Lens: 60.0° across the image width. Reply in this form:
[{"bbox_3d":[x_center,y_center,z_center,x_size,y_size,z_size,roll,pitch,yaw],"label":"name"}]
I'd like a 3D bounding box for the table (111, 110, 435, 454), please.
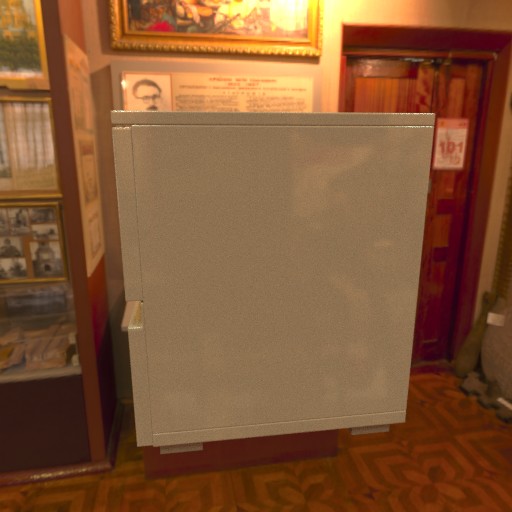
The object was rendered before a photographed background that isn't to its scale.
[{"bbox_3d":[0.000,0.000,0.797,0.400,0.470,0.420,-2,15,-8],"label":"table"}]
